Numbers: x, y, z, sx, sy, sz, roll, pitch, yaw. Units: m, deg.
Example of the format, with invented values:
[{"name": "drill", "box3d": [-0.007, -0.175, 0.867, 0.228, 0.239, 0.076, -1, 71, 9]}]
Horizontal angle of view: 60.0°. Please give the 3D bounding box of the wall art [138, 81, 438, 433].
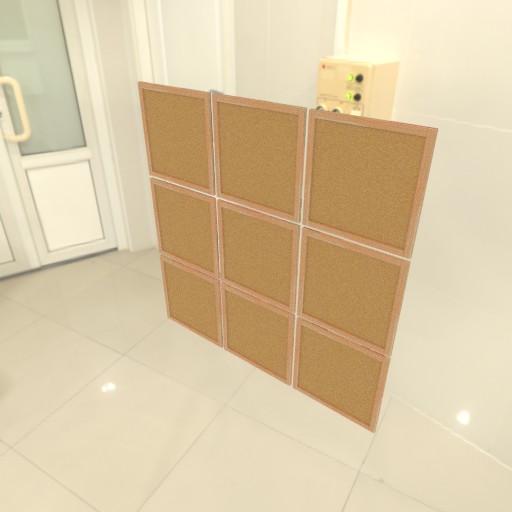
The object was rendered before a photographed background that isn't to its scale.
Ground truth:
[{"name": "wall art", "box3d": [0.000, 0.000, 1.803, 1.216, 1.220, 0.013, 21, 37, 32]}]
